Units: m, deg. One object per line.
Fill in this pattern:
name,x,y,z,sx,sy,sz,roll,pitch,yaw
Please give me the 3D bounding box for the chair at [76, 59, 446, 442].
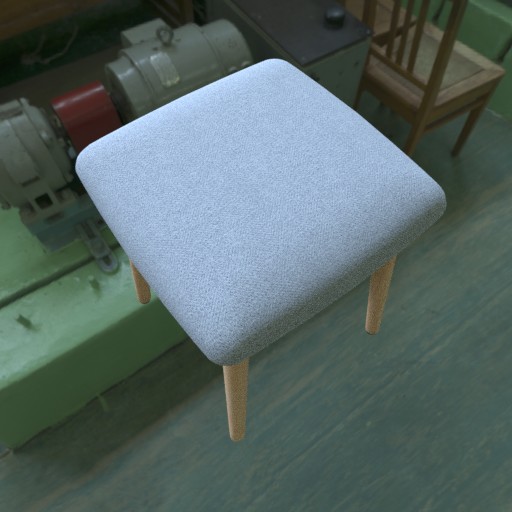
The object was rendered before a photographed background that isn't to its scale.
chair,0.000,0.000,0.689,0.350,0.440,0.350,-33,65,-18
